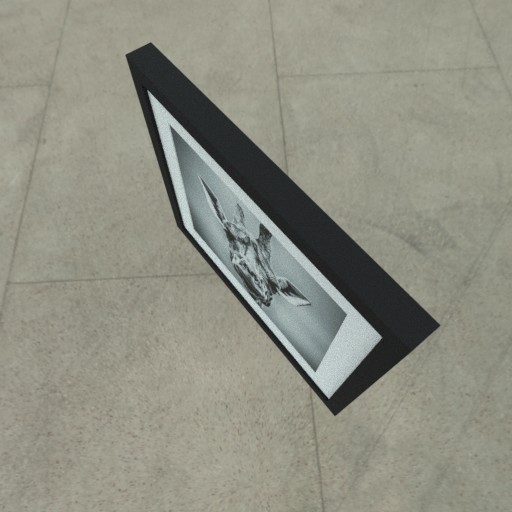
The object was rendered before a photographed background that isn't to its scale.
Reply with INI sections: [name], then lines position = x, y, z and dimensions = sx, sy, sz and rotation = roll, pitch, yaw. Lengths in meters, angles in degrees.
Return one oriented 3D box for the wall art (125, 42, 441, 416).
[wall art]
position = 0.000, 0.000, 0.523
dimensions = 0.031, 0.330, 0.381
rotation = -35, 68, -16
